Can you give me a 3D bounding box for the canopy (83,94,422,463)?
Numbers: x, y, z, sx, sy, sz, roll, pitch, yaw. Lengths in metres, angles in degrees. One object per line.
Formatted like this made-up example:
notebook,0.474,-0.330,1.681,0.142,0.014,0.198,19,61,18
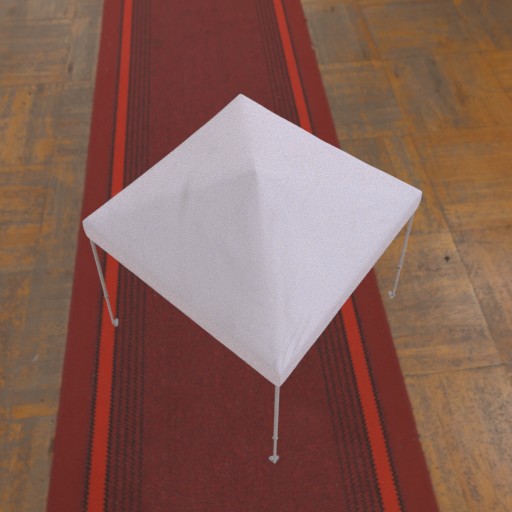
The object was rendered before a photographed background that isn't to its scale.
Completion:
canopy,0.000,0.000,5.060,2.849,2.850,2.850,34,64,19
